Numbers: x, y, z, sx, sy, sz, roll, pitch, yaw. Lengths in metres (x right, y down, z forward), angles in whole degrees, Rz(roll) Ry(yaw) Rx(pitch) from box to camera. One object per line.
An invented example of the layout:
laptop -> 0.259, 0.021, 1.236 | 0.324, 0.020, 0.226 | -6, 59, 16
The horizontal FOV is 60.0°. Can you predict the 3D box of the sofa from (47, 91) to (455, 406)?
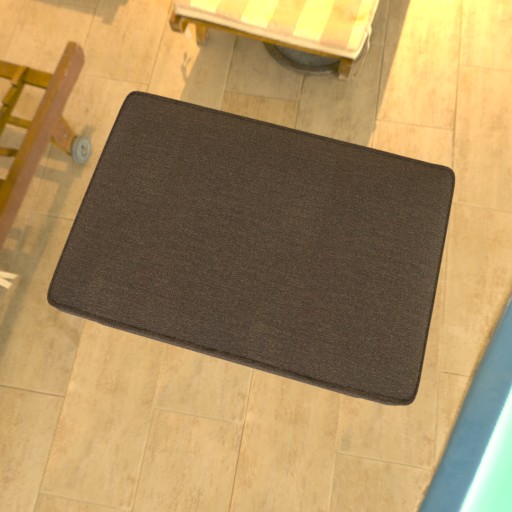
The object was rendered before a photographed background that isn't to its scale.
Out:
sofa -> 0.000, 0.000, 1.215 | 0.854, 0.457, 0.578 | 15, 76, 4
